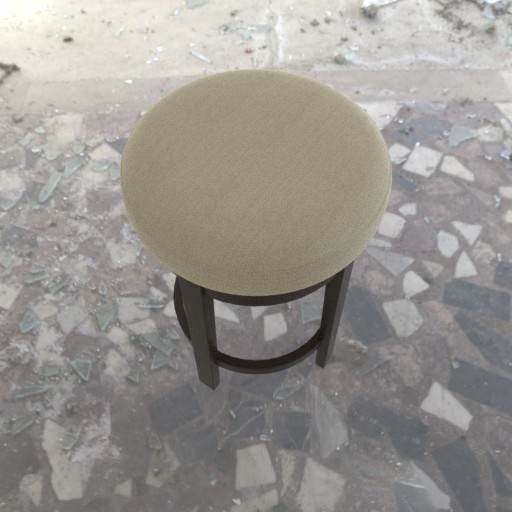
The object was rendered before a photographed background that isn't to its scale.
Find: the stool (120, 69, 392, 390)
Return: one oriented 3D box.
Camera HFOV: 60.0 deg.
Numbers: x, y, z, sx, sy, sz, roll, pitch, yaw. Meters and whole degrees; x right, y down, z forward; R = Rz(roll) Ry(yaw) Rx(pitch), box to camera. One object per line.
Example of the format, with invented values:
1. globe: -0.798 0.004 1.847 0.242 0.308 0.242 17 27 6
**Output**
1. stool: 0.000 0.000 0.946 0.449 0.655 0.449 0 58 0
